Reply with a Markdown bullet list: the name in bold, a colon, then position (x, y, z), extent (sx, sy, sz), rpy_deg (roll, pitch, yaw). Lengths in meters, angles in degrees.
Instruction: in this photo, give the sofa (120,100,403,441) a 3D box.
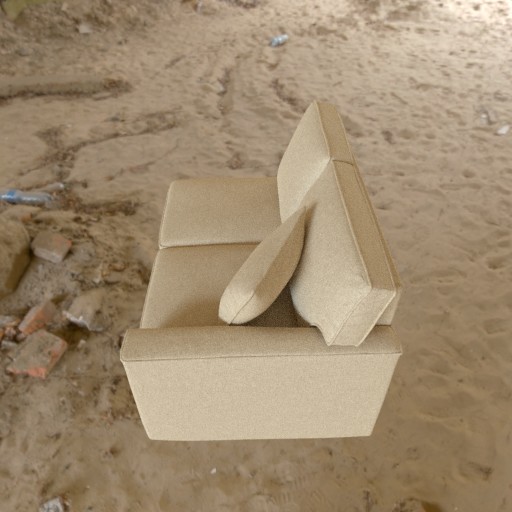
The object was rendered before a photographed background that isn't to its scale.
- **sofa**: position (0.000, 0.000, 2.114), extent (0.991, 0.989, 1.388), rpy_deg (-1, 42, -1)
